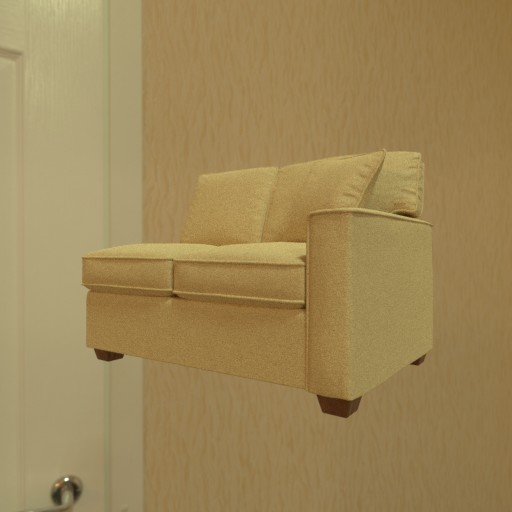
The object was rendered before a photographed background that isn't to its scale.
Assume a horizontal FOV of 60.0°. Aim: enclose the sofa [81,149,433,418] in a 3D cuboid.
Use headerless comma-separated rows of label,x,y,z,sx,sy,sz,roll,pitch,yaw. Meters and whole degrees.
sofa,0.000,0.000,2.092,1.388,0.989,0.991,0,1,36
